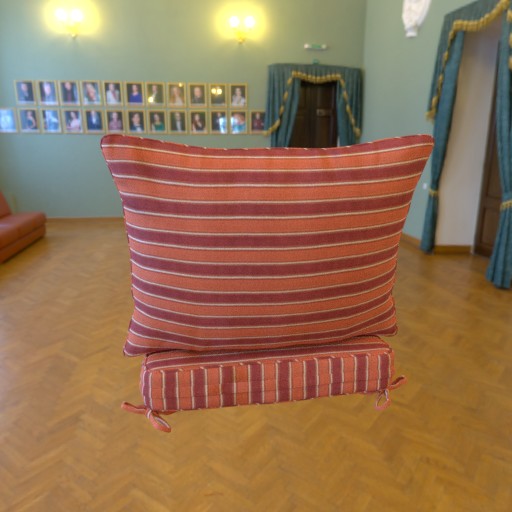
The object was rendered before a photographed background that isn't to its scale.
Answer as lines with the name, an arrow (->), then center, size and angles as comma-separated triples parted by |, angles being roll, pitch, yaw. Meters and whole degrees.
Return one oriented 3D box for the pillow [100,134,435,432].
pillow -> 0.000, 0.000, 1.379 | 0.799, 0.723, 0.733 | -2, 15, -9
